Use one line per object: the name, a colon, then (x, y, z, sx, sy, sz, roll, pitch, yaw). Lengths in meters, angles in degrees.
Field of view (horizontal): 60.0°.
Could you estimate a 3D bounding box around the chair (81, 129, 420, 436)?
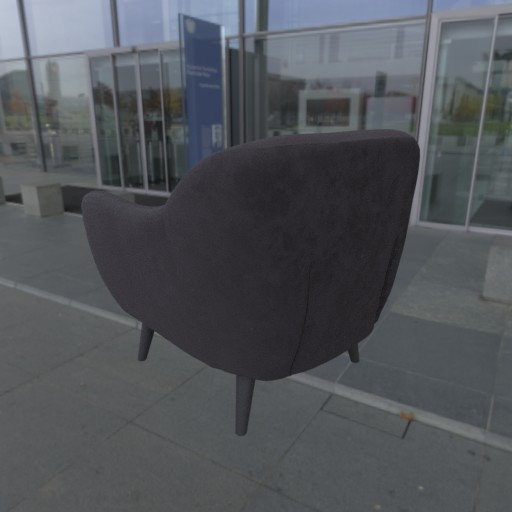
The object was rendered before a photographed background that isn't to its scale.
chair: (0.000, 0.000, 1.449, 0.840, 0.807, 0.819, -16, 24, -41)
